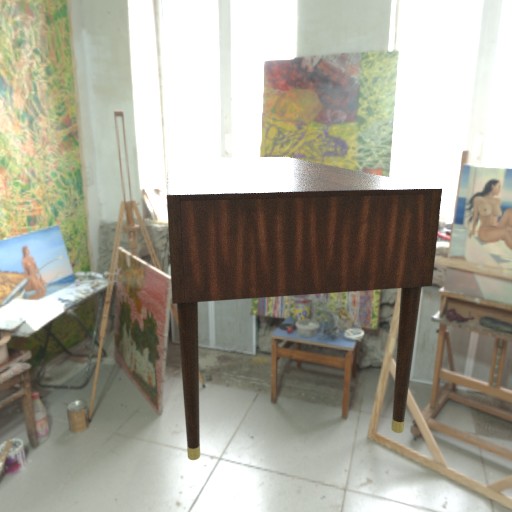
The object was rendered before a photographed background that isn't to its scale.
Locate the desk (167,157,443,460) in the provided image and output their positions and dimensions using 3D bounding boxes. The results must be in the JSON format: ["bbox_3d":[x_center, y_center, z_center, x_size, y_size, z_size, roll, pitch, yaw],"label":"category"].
[{"bbox_3d":[0.000,0.000,1.945,0.724,0.762,1.575,-3,16,-10],"label":"desk"}]
